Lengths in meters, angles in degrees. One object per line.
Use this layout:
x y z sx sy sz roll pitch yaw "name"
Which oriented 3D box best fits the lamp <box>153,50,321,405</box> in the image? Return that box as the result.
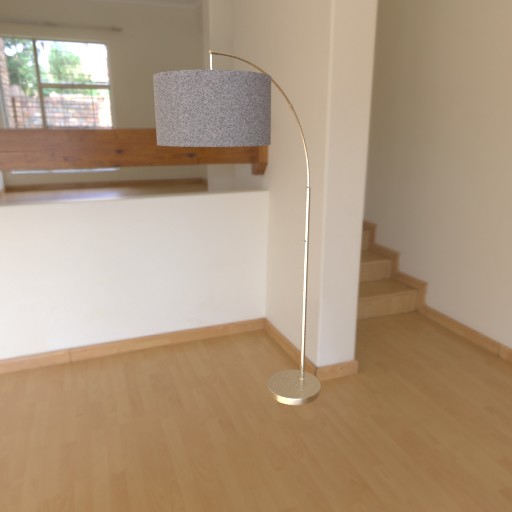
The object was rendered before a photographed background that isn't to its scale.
0.000 0.000 2.100 0.452 1.735 0.934 15 22 42 "lamp"
